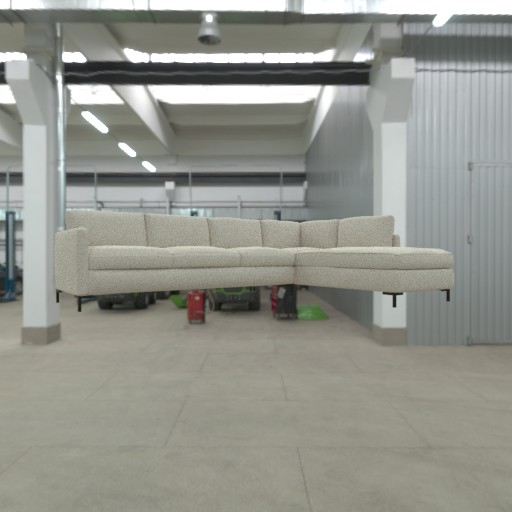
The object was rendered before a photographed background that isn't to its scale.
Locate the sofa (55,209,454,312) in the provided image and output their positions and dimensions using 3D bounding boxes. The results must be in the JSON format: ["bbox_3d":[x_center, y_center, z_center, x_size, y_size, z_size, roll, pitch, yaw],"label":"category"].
[{"bbox_3d":[0.000,0.000,3.894,2.949,0.815,2.007,0,0,-35],"label":"sofa"}]
